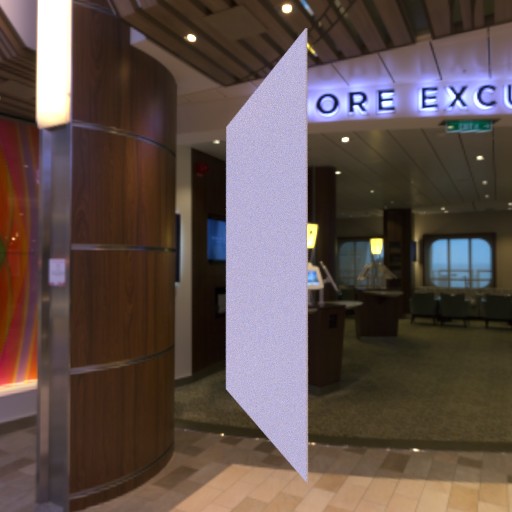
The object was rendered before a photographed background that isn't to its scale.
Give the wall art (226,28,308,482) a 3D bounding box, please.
[{"bbox_3d":[0.000,0.000,0.814,0.003,0.610,0.457,0,-1,-17],"label":"wall art"}]
